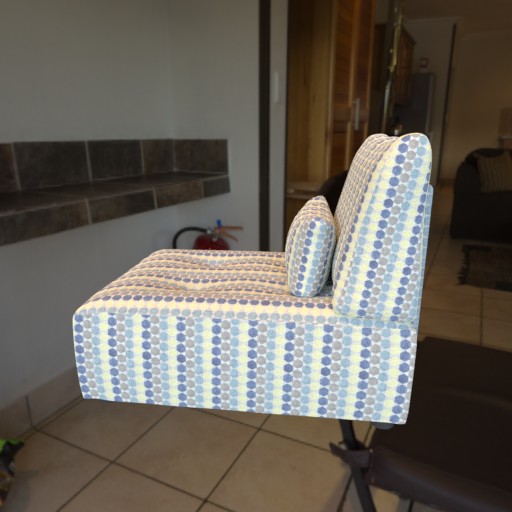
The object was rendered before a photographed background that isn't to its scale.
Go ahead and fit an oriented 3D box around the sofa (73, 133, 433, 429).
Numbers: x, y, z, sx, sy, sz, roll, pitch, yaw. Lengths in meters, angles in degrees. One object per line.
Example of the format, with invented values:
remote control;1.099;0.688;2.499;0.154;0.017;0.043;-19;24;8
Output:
sofa;0.000;0.000;1.535;1.000;0.820;0.700;2;16;7
